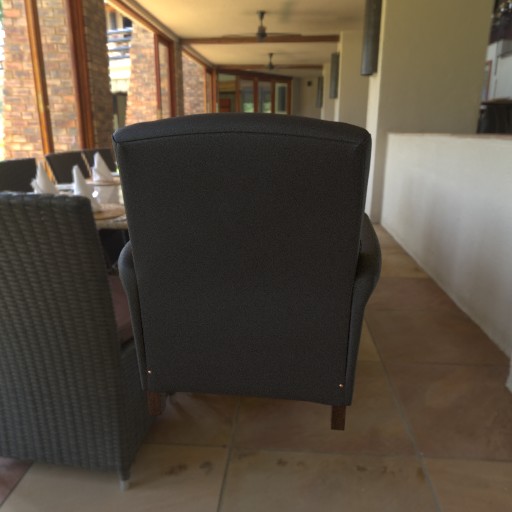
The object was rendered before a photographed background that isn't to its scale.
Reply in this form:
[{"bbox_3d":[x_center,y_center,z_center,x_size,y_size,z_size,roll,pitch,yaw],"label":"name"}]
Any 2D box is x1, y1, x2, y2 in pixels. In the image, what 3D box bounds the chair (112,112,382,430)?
[{"bbox_3d":[0.000,0.000,1.767,0.978,1.061,0.902,2,16,7],"label":"chair"}]
